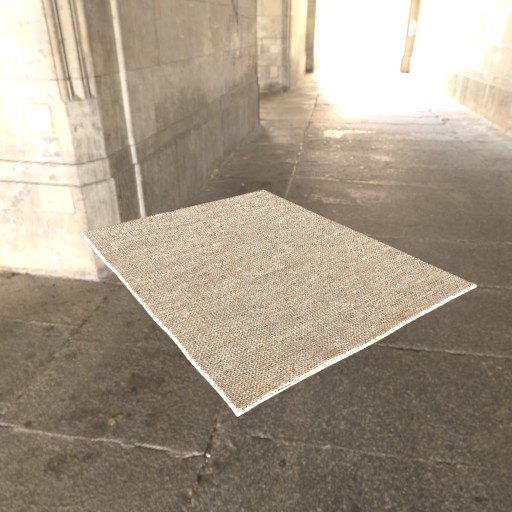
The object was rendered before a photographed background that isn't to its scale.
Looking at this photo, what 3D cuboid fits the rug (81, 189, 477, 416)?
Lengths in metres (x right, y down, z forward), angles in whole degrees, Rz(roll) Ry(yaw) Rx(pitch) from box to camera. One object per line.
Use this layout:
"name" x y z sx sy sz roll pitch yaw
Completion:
"rug" 0.000 0.000 4.223 2.429 0.030 3.052 -18 32 -31
